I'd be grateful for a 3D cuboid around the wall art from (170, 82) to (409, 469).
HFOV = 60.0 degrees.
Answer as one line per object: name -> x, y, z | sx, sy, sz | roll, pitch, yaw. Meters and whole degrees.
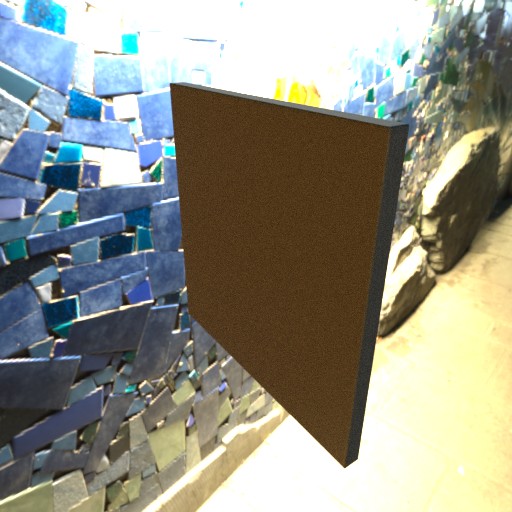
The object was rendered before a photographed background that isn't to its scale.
wall art -> 0.000, 0.000, 1.900 | 0.078, 1.288, 1.287 | -18, 32, -31
